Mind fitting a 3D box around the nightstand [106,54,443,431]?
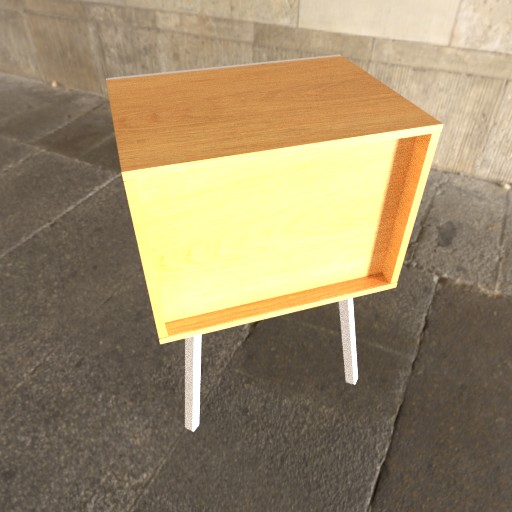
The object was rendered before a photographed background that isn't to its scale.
[{"bbox_3d":[0.000,0.000,0.829,0.400,0.601,0.316,-12,42,-13],"label":"nightstand"}]
